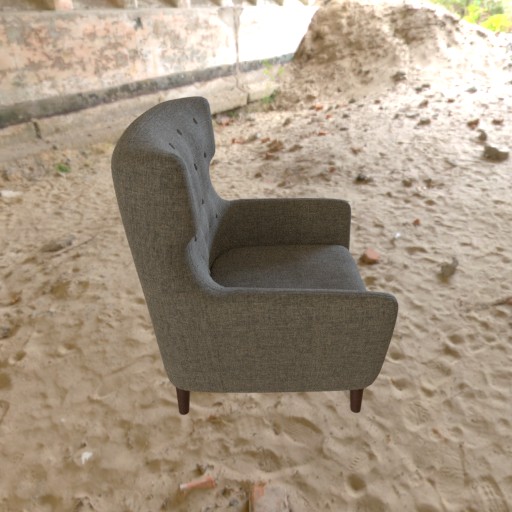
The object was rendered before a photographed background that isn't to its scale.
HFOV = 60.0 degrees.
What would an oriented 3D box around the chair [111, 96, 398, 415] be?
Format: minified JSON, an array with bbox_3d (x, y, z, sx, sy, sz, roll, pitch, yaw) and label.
[{"bbox_3d":[0.000,0.000,1.747,0.904,1.063,0.878,0,30,-1],"label":"chair"}]
